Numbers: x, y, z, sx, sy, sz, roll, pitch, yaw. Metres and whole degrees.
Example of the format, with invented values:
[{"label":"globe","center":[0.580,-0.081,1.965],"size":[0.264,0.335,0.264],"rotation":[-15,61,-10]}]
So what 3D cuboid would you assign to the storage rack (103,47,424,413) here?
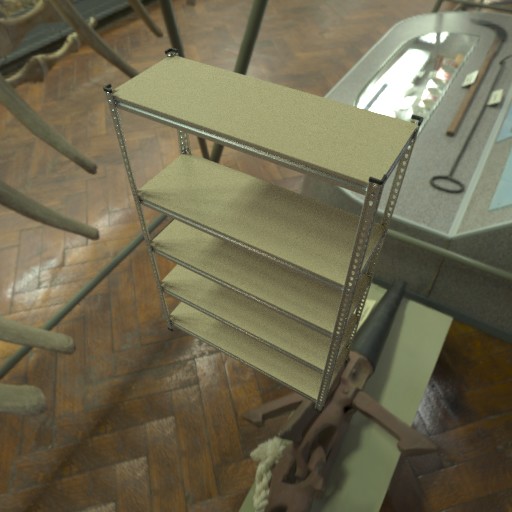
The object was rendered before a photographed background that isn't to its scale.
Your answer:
[{"label":"storage rack","center":[0.000,0.000,2.440],"size":[1.219,1.829,0.457],"rotation":[24,52,20]}]
